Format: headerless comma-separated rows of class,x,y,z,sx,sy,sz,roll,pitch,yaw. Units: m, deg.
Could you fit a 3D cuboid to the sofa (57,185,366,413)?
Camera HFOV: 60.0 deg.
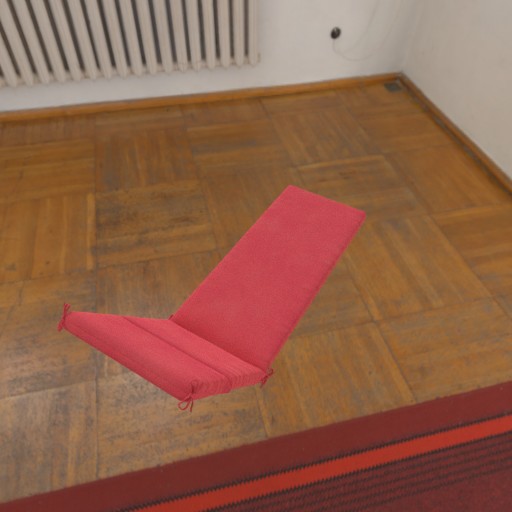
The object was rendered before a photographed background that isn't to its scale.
sofa,0.000,0.000,2.020,0.582,0.622,1.663,24,51,21
